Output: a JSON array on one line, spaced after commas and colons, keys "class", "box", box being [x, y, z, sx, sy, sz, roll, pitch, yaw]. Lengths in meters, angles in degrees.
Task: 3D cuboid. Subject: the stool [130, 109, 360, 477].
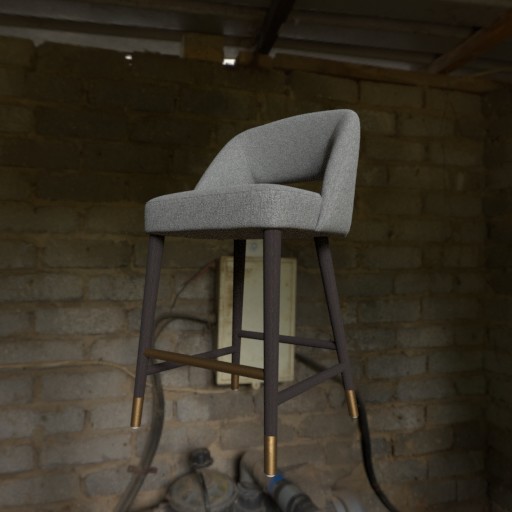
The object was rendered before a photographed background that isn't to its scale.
[{"class": "stool", "box": [0.000, 0.000, 1.265, 0.536, 0.925, 0.524, 0, 0, 36]}]
